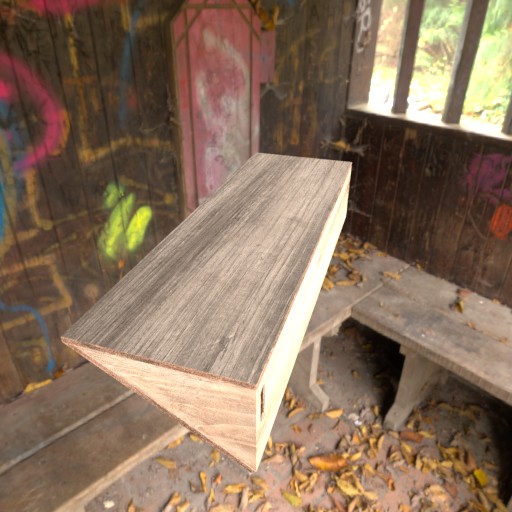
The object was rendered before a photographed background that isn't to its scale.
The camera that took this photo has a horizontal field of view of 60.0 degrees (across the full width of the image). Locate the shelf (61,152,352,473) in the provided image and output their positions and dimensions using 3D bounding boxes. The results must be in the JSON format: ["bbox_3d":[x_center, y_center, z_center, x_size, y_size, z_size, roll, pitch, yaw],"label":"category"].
[{"bbox_3d":[0.000,0.000,0.684,0.200,0.125,0.610,9,32,15],"label":"shelf"}]
